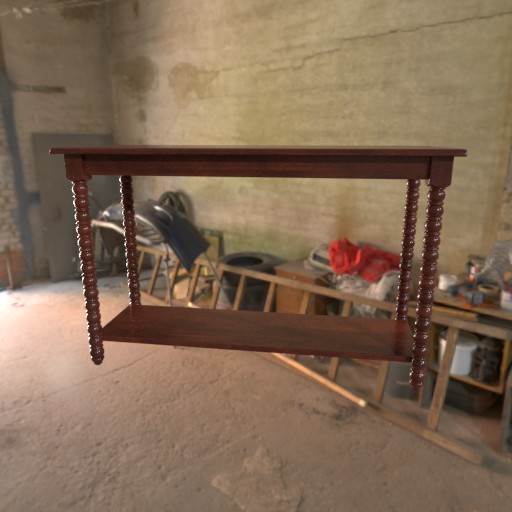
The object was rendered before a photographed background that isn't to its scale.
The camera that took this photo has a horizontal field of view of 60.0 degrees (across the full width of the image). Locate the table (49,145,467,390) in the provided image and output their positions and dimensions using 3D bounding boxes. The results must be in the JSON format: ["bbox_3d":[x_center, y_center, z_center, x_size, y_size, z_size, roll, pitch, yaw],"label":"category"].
[{"bbox_3d":[0.000,0.000,1.544,1.184,0.740,0.459,2,15,8],"label":"table"}]
